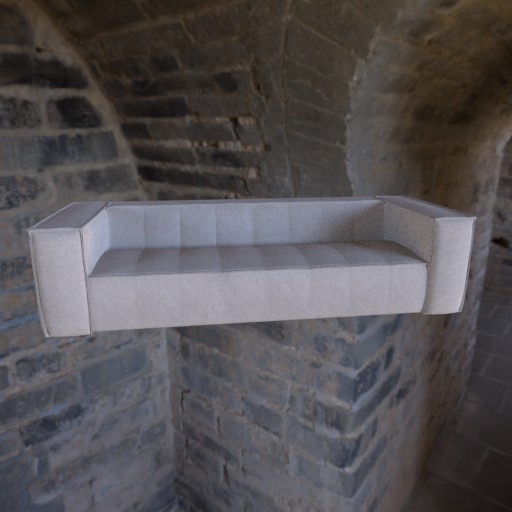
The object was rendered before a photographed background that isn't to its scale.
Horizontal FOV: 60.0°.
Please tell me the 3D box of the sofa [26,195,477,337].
[{"bbox_3d":[0.000,0.000,3.120,2.697,0.680,1.038,-2,16,-8],"label":"sofa"}]
